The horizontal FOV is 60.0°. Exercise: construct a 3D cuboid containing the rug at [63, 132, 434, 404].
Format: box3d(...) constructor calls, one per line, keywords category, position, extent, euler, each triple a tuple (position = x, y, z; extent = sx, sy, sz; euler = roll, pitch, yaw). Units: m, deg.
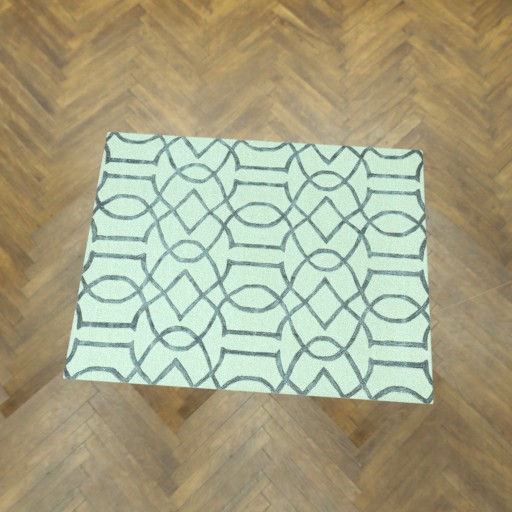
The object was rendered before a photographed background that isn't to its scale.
box3d(category="rug", position=(0.000, 0.000, 3.777), extent=(2.910, 0.021, 2.211), euler=(4, 74, 1))
